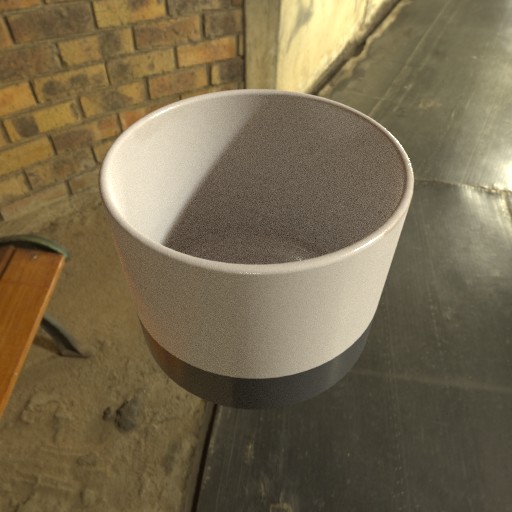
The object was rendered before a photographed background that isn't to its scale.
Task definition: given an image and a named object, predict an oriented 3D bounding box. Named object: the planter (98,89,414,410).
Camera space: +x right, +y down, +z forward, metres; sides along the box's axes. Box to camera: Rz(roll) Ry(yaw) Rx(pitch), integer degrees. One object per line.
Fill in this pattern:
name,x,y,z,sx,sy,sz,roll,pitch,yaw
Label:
planter,0.000,0.000,0.341,0.193,0.177,0.193,0,46,0
